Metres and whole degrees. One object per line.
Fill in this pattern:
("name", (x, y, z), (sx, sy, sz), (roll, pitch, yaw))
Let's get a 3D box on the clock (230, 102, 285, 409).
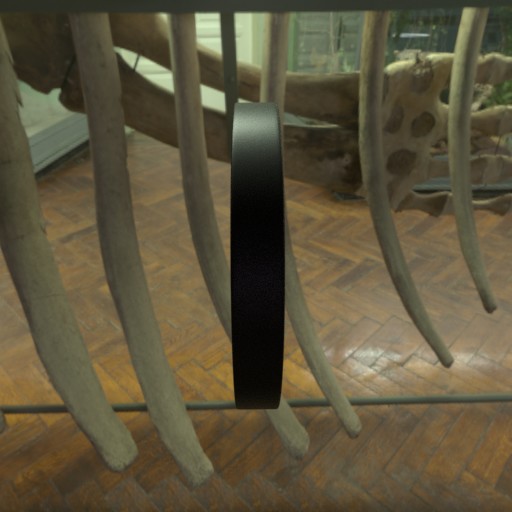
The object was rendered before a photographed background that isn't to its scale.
("clock", (0.000, 0.000, 0.479), (0.040, 0.314, 0.314), (0, 33, 0))
